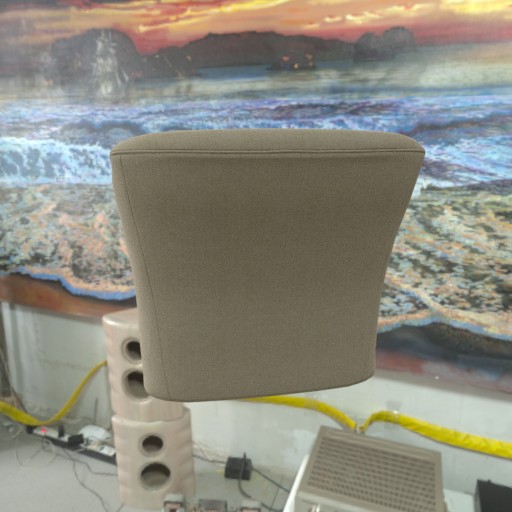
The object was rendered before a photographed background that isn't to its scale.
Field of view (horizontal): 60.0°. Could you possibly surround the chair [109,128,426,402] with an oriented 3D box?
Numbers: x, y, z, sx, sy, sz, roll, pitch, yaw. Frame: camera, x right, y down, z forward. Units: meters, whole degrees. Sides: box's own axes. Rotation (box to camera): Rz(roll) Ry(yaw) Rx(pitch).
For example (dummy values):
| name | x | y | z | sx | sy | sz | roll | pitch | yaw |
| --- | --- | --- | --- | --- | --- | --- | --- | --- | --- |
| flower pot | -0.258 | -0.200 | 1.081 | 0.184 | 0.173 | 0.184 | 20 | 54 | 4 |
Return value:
| name | x | y | z | sx | sy | sz | roll | pitch | yaw |
| --- | --- | --- | --- | --- | --- | --- | --- | --- | --- |
| chair | 0.000 | 0.000 | 1.573 | 0.864 | 0.856 | 0.923 | -3 | 15 | -10 |
